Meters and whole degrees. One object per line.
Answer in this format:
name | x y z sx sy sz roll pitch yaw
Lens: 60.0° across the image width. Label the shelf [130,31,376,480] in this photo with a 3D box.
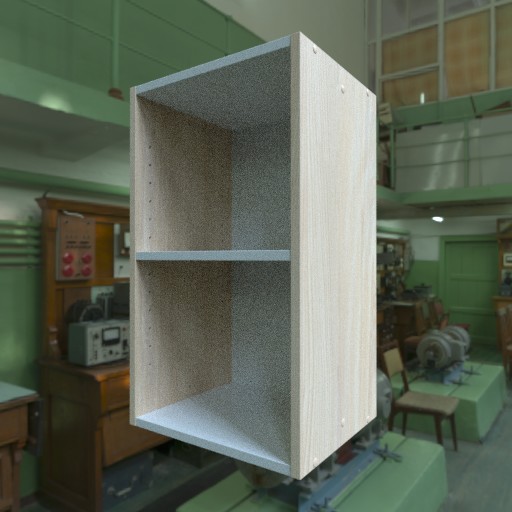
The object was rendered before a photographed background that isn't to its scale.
shelf | 0.000 0.000 0.810 0.350 0.600 0.290 0 0 35
